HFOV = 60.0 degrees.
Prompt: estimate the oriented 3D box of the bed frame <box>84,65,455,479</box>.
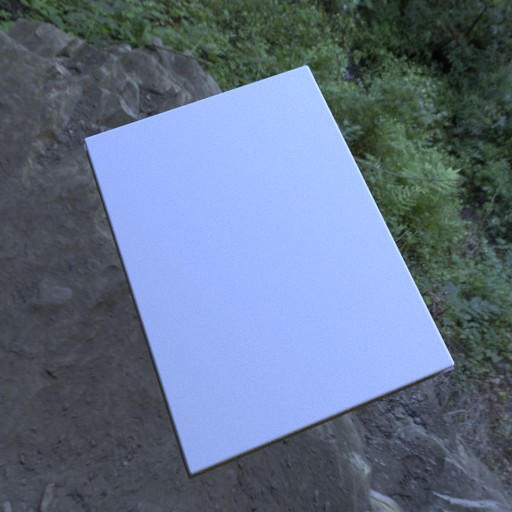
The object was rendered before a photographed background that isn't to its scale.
[{"bbox_3d":[0.000,0.000,2.606,1.448,0.490,1.944,-20,75,-6],"label":"bed frame"}]
